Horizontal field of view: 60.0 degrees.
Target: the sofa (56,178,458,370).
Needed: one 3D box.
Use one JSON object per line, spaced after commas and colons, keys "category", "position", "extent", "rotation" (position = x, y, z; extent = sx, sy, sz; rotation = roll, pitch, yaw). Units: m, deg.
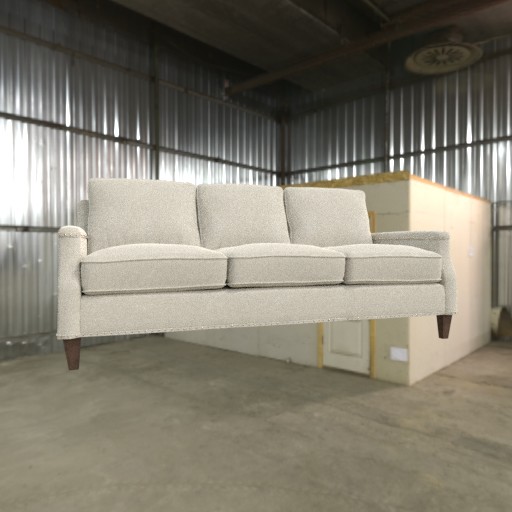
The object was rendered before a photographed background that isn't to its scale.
{"category": "sofa", "position": [0.000, 0.000, 2.814], "extent": [2.246, 1.003, 1.084], "rotation": [0, 1, -19]}
